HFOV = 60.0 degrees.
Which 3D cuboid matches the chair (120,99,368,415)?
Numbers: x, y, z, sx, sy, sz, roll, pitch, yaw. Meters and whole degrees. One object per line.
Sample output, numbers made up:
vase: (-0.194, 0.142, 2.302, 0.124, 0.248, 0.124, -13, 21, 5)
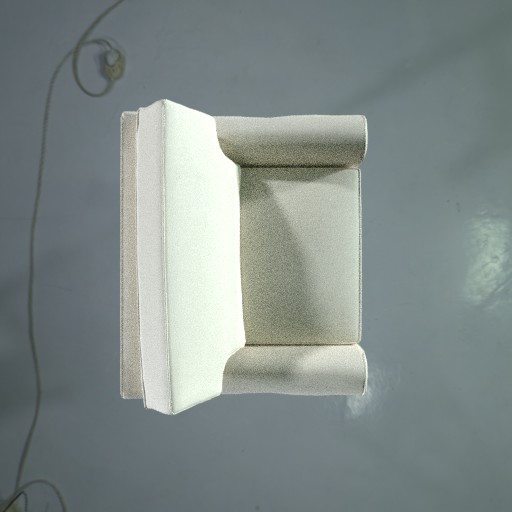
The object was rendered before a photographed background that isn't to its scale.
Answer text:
chair: (0.000, 0.000, 1.792, 0.904, 0.958, 1.099, 0, 90, 0)
